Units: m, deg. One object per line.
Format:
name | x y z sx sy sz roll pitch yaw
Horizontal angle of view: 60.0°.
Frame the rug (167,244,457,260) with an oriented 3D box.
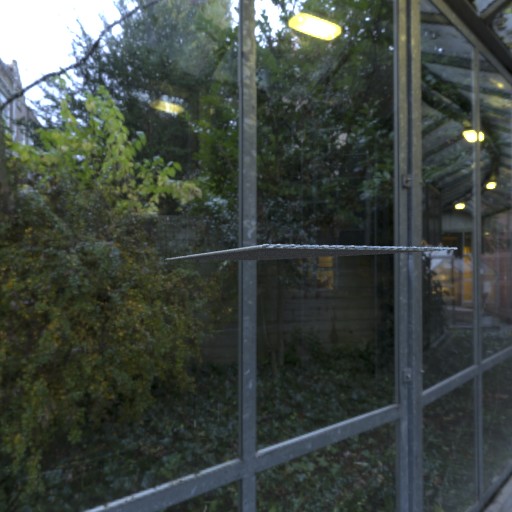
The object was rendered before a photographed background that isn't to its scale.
rug | 0.000 0.000 2.695 0.774 0.011 2.449 1 -2 -19
